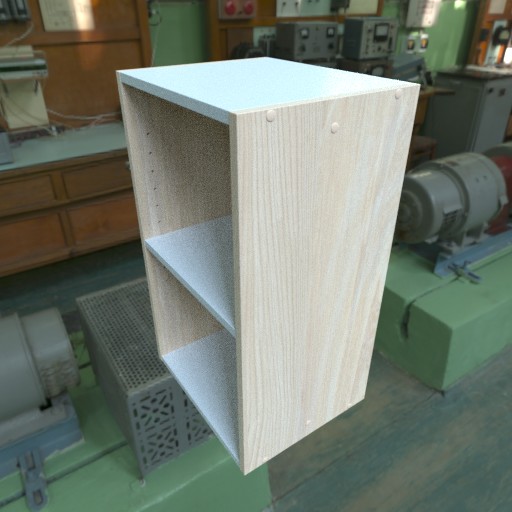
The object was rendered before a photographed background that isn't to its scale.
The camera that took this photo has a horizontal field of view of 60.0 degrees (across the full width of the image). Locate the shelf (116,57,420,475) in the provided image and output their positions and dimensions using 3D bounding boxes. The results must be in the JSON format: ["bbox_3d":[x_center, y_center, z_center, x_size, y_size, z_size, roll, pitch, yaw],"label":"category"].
[{"bbox_3d":[0.000,0.000,0.792,0.290,0.600,0.350,-20,36,-29],"label":"shelf"}]
